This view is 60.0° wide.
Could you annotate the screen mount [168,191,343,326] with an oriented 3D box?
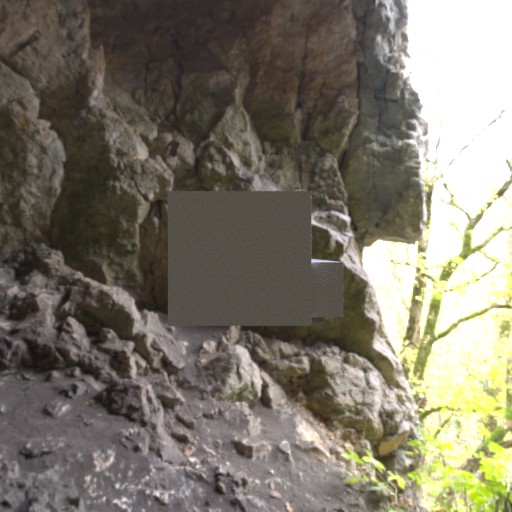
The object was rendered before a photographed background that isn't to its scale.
[{"bbox_3d":[0.000,0.000,1.892,0.420,0.320,1.680,0,0,0],"label":"screen mount"}]
